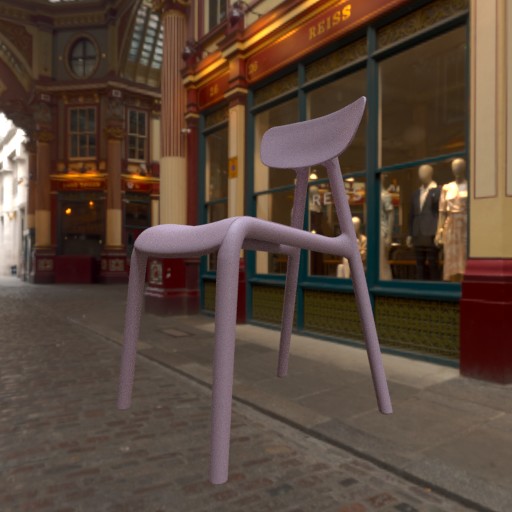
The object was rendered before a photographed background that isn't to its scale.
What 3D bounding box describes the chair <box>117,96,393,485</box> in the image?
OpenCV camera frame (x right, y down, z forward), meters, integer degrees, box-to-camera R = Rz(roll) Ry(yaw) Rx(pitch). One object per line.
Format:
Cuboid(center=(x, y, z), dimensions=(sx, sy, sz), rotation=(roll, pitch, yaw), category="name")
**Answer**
Cuboid(center=(0.000, 0.000, 0.817), dimensions=(0.401, 0.580, 0.356), rotation=(-1, 1, -37), category="chair")
